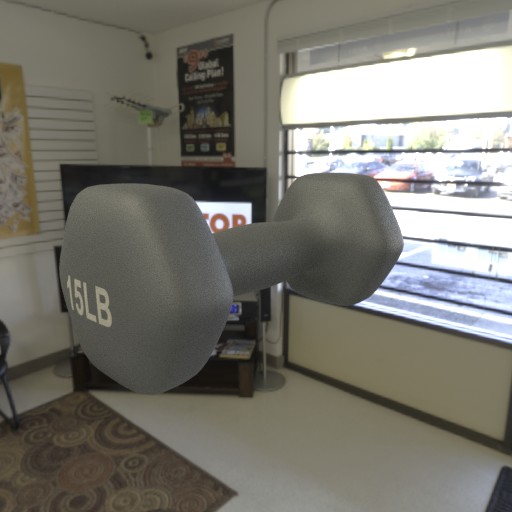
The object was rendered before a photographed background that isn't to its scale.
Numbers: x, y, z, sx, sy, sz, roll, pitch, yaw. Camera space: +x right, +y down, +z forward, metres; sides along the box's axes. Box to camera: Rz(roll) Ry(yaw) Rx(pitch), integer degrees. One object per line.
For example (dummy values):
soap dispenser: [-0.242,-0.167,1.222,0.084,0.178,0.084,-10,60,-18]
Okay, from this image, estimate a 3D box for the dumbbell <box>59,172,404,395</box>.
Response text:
dumbbell: [0.000,0.000,0.300,0.116,0.105,0.240,12,18,43]
